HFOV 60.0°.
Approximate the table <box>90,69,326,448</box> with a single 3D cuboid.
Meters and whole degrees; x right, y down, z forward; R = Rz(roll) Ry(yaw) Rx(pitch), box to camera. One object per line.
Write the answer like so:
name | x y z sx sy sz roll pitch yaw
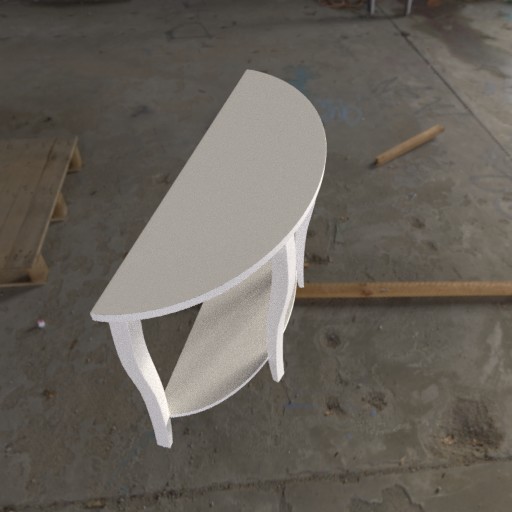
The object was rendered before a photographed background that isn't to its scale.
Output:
table | 0.000 0.000 1.573 0.394 0.780 1.219 11 47 10
